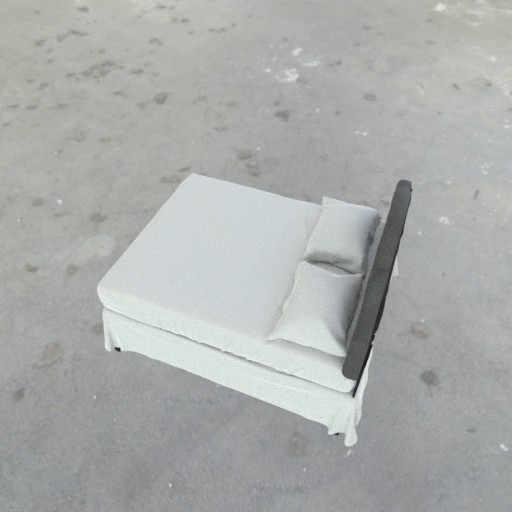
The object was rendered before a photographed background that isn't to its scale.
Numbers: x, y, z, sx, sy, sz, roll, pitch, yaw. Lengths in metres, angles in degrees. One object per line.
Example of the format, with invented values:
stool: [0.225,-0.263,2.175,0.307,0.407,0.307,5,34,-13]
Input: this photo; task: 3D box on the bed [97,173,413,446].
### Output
bed: [0.000,0.000,3.472,2.222,1.634,1.780,16,49,15]
